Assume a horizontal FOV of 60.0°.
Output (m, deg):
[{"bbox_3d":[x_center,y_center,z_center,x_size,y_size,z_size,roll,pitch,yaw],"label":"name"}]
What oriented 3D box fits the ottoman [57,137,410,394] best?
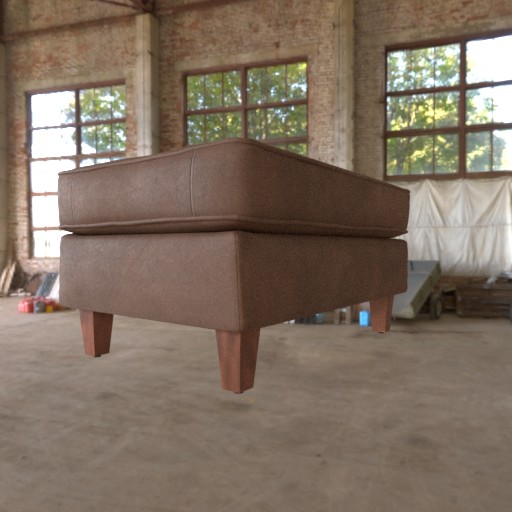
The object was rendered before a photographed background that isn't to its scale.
[{"bbox_3d":[0.000,0.000,1.215,0.596,0.481,0.860,1,1,37],"label":"ottoman"}]
